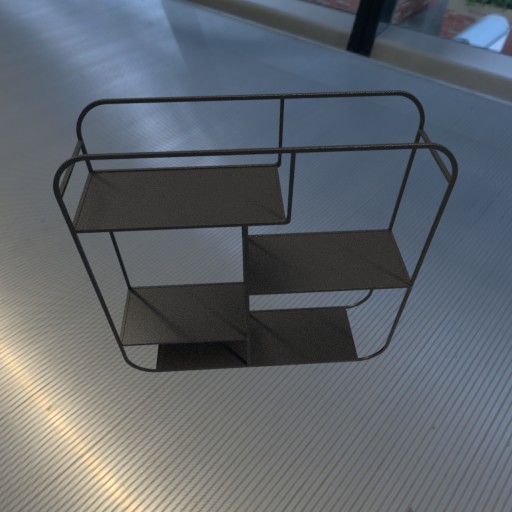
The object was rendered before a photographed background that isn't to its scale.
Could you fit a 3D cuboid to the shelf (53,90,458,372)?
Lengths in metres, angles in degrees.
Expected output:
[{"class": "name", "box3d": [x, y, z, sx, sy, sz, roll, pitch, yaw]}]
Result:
[{"class": "shelf", "box3d": [0.000, 0.000, 0.886, 0.600, 0.600, 0.160, -3, 47, -2]}]
